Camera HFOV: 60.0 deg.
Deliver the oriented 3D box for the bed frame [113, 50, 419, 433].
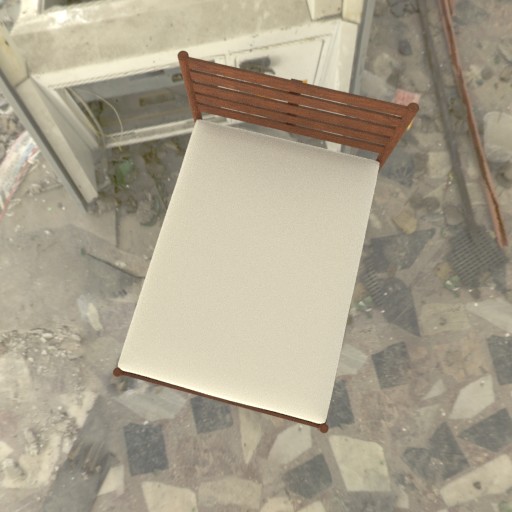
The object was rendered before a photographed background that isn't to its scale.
[{"bbox_3d":[0.000,0.000,3.345,1.655,1.321,2.234,14,77,3],"label":"bed frame"}]
